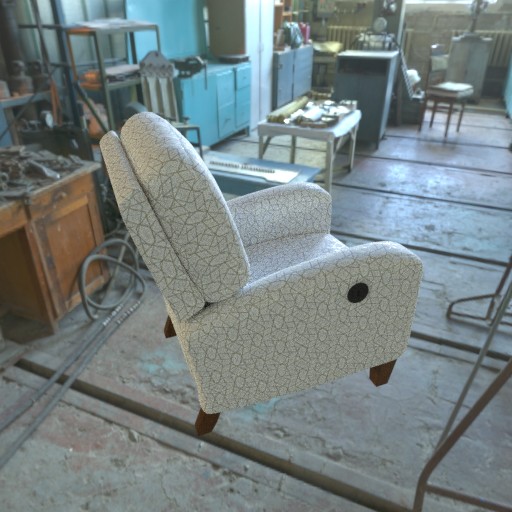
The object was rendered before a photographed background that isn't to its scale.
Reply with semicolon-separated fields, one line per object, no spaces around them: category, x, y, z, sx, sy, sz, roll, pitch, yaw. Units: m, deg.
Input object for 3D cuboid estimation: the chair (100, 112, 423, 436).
chair;0.000;0.000;1.751;0.995;1.064;0.796;-11;32;-18
